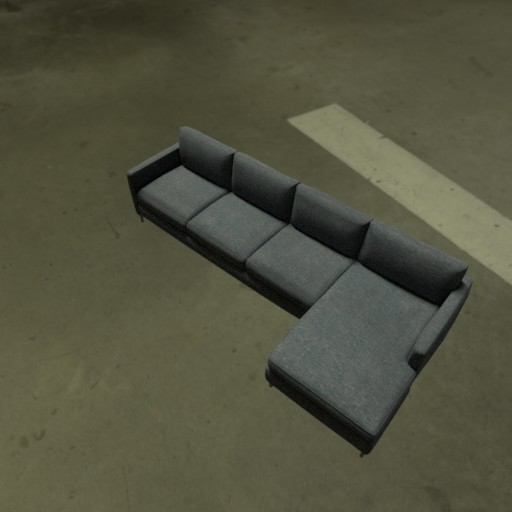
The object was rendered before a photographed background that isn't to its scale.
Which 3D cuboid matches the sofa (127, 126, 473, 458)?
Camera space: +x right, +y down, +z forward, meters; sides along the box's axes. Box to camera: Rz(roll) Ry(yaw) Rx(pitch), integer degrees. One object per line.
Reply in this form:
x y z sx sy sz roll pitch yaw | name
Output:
0.000 0.000 3.521 2.932 0.810 1.350 32 54 27 | sofa
